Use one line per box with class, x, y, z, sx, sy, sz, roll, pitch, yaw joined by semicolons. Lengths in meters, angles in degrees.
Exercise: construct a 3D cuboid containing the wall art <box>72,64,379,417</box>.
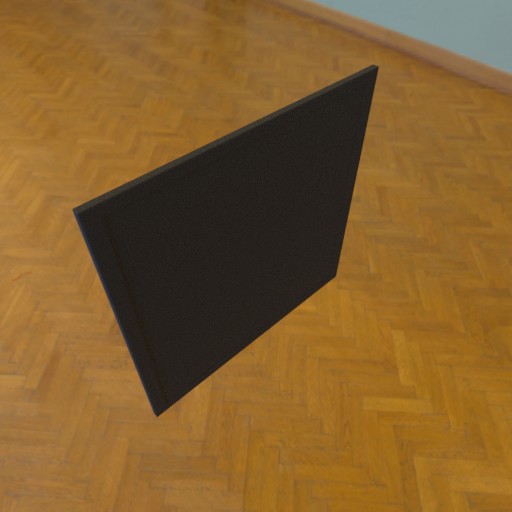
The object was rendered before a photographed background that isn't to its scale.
wall art;0.000;0.000;0.839;0.562;0.558;0.012;-34;56;-27
